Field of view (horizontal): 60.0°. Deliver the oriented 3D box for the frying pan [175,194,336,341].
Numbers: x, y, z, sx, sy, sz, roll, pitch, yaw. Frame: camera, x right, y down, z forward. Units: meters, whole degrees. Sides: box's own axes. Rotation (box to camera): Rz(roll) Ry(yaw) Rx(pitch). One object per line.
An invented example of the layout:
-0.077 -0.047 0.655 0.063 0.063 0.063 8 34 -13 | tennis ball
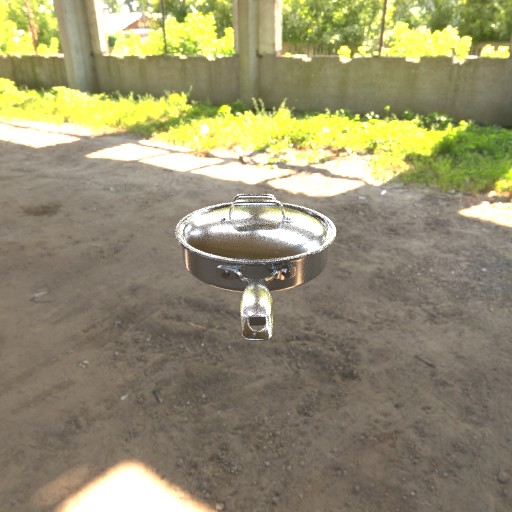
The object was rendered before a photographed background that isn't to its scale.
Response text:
0.000 0.000 0.690 0.280 0.114 0.561 0 26 0 | frying pan
